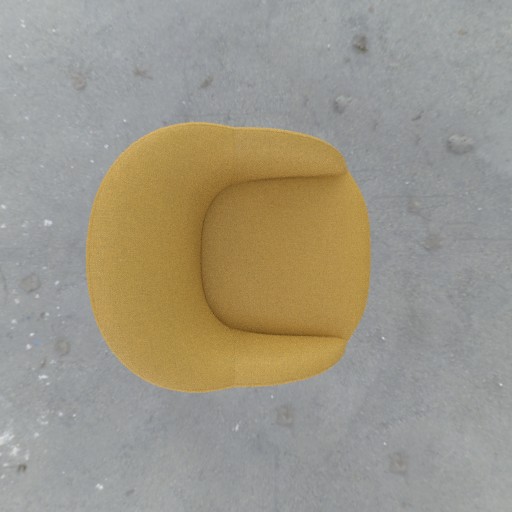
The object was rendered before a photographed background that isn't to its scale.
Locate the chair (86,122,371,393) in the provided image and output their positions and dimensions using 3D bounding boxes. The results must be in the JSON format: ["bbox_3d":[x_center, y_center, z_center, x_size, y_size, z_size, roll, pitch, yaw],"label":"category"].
[{"bbox_3d":[0.000,0.000,1.157,0.583,0.793,0.551,0,91,1],"label":"chair"}]
